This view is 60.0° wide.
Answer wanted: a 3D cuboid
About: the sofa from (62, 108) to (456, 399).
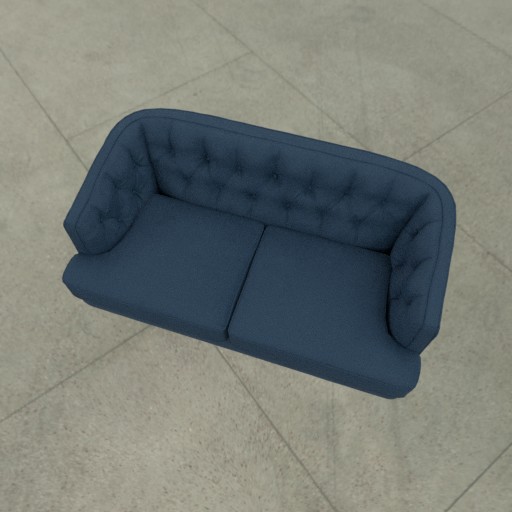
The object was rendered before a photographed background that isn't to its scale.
[{"bbox_3d":[0.000,0.000,2.256,1.733,0.854,0.941,15,61,9],"label":"sofa"}]
